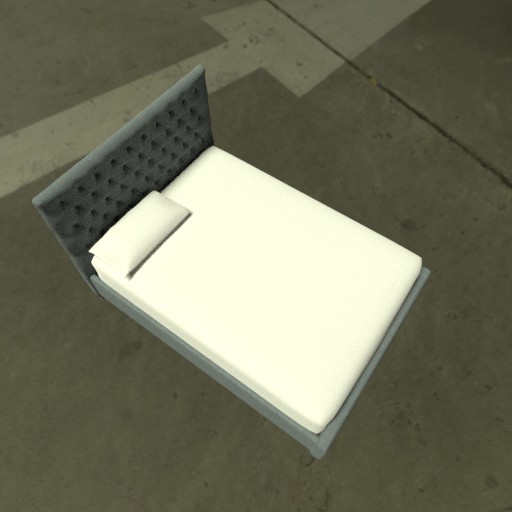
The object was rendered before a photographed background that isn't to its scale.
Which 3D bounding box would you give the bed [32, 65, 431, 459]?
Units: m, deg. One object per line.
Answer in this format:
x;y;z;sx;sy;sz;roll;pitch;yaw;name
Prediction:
0.000;0.000;3.389;2.335;1.411;1.698;31;64;18;bed
